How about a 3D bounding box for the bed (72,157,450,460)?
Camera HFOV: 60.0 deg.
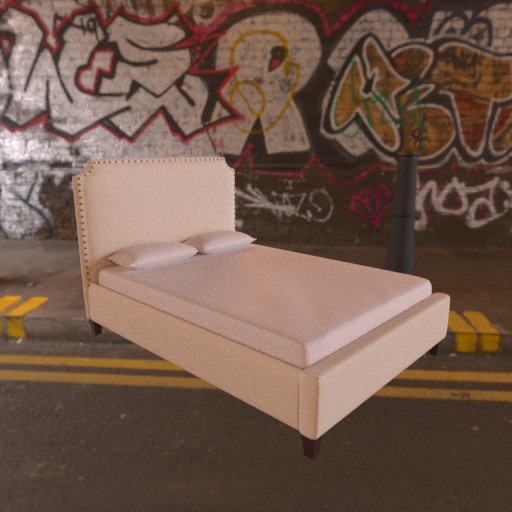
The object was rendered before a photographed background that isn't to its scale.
[{"bbox_3d":[0.000,0.000,3.396,2.372,1.443,1.712,13,18,42],"label":"bed"}]
